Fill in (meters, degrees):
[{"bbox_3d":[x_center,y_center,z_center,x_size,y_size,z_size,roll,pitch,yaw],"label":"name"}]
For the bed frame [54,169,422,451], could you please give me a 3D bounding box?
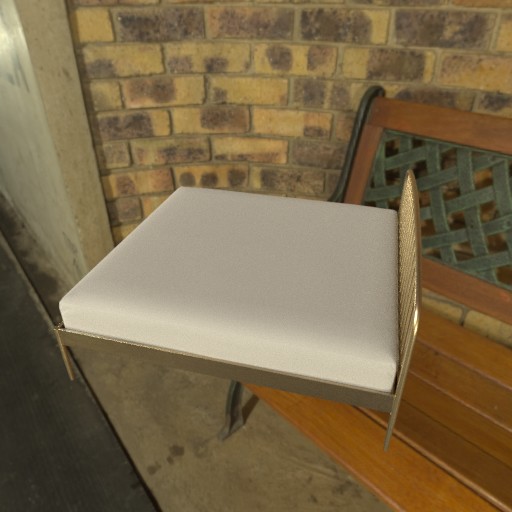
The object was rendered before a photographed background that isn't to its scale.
[{"bbox_3d":[0.000,0.000,3.362,2.152,1.174,2.016,8,33,13],"label":"bed frame"}]
